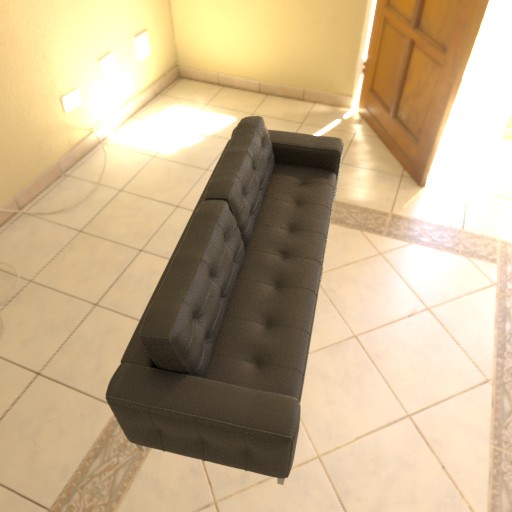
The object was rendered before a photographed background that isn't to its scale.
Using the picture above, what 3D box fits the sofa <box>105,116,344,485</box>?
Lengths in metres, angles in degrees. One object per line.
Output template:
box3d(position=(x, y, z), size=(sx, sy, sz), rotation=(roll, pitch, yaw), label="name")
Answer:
box3d(position=(0.000, 0.000, 2.685), size=(0.833, 0.893, 2.275), rotation=(9, 47, 9), label="sofa")
